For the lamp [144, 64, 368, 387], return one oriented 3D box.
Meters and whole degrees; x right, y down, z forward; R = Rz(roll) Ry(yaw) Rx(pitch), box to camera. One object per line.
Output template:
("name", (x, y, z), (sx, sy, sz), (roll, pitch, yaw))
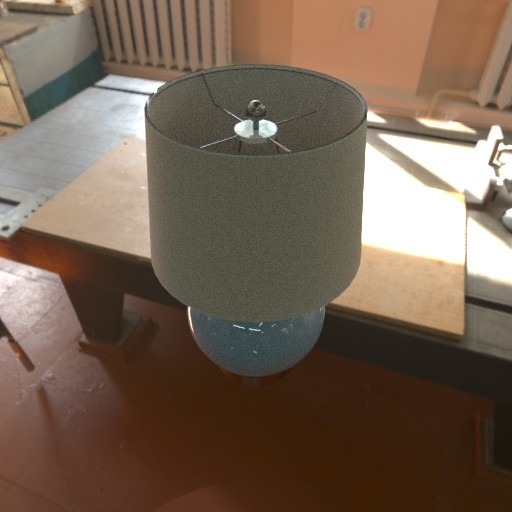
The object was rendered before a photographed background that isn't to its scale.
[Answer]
("lamp", (0.000, 0.000, 0.542), (0.247, 0.387, 0.247), (0, 42, 0))
